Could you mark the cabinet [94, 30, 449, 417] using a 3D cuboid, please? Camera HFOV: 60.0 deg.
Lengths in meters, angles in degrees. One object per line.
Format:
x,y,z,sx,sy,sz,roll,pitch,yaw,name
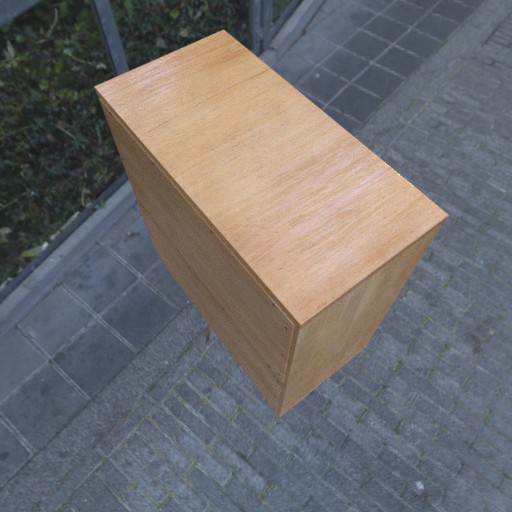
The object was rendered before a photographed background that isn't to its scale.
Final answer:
0.000,0.000,1.438,0.419,1.001,0.800,-33,64,-18,cabinet
